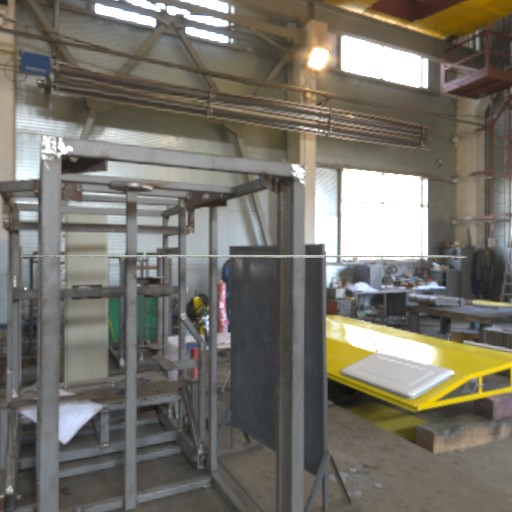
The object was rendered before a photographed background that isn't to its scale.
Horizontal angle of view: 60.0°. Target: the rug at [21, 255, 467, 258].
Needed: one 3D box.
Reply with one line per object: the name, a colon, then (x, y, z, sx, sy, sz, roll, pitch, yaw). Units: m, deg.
rug: (0.000, 0.000, 2.850, 2.283, 0.006, 1.521, 0, 0, 18)
